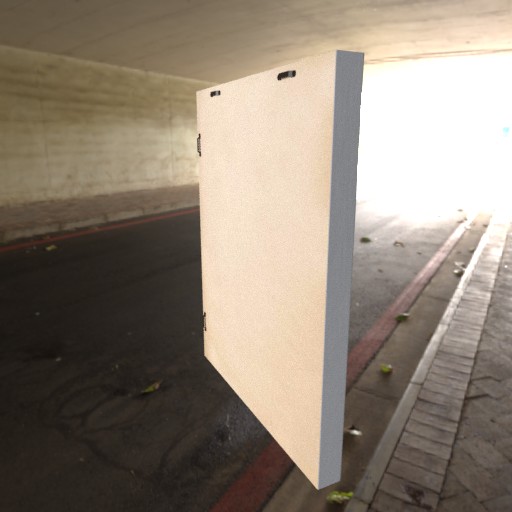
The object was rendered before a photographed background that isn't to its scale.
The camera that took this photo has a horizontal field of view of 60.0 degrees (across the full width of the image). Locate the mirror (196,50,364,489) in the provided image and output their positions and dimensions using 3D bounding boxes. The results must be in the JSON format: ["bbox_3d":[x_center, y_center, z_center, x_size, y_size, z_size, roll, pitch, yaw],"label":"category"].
[{"bbox_3d":[0.000,0.000,0.673,0.041,0.508,0.405,-7,16,-26],"label":"mirror"}]
